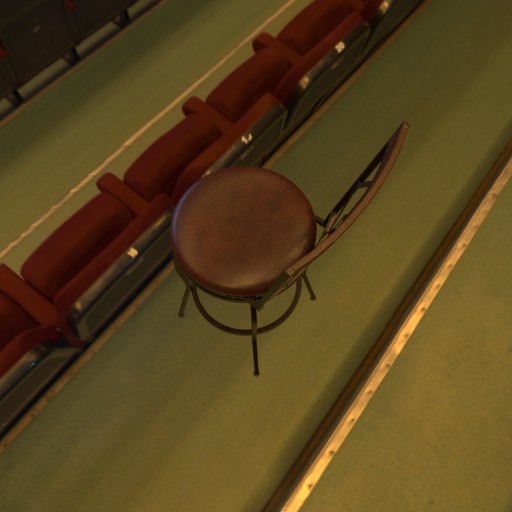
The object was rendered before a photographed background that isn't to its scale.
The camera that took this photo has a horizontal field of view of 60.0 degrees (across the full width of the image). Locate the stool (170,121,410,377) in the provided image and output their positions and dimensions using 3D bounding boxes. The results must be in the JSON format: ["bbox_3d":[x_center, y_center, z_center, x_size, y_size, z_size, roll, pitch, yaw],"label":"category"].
[{"bbox_3d":[0.000,0.000,1.387,0.521,1.134,0.432,35,69,15],"label":"stool"}]
